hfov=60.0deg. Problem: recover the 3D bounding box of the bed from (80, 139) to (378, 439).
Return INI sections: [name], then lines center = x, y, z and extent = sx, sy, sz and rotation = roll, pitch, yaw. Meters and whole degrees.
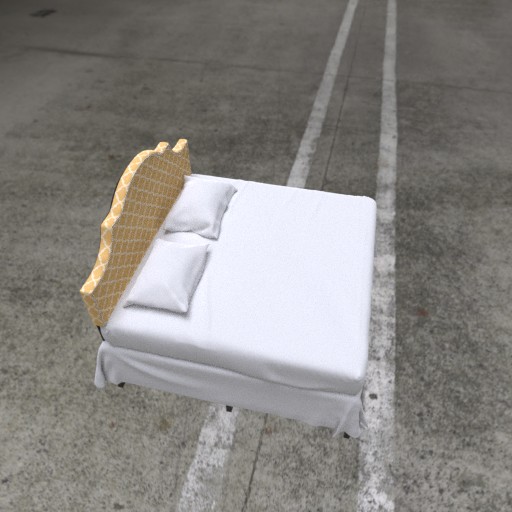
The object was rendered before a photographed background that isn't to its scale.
[bed]
center = 0.000, 0.000, 3.786
extent = 2.222, 1.601, 2.314
rotation = 9, 47, 9
